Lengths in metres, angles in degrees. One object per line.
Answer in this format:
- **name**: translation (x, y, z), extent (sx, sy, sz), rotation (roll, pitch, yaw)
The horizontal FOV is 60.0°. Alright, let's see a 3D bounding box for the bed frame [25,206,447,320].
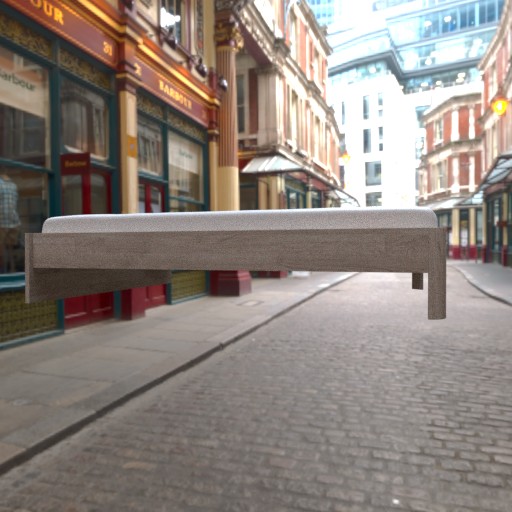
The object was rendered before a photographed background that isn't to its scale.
- **bed frame**: translation (0.000, 0.000, 2.636), extent (1.950, 0.462, 1.490), rotation (0, 1, 17)
